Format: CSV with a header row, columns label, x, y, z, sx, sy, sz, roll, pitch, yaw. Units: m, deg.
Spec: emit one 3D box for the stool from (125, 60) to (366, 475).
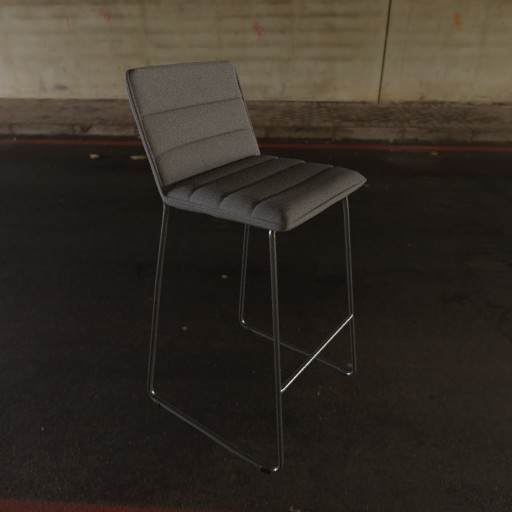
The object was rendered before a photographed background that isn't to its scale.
label,x,y,z,sx,sy,sz,roll,pitch,yaw
stool,0.000,0.000,1.220,0.490,0.960,0.490,18,33,32
